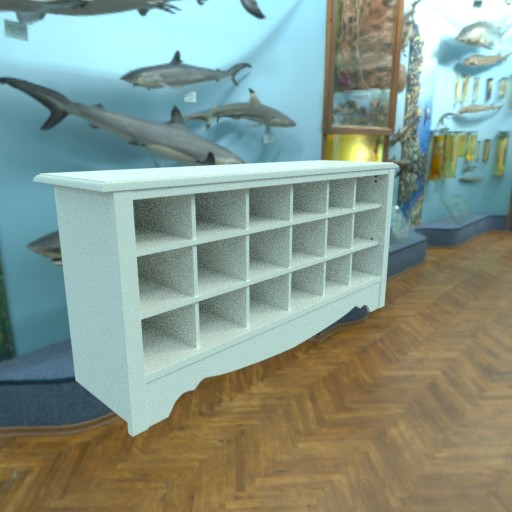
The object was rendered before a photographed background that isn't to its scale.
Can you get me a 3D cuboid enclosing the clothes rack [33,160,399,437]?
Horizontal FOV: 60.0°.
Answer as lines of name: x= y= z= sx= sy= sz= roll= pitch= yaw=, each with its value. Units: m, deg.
clothes rack: x=0.000 y=0.000 z=1.347 sx=0.324 sy=0.531 sz=1.120 roll=13 pitch=20 yaw=42
